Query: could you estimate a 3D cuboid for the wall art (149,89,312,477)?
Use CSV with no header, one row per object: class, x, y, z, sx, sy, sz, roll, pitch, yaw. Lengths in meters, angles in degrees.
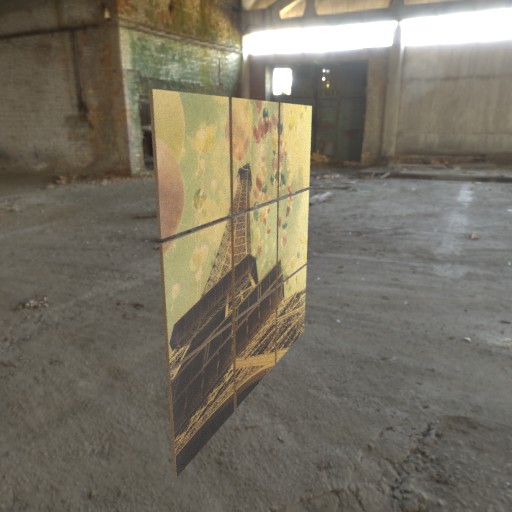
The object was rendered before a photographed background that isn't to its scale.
wall art,0.000,0.000,1.834,0.013,1.218,1.219,8,18,25
